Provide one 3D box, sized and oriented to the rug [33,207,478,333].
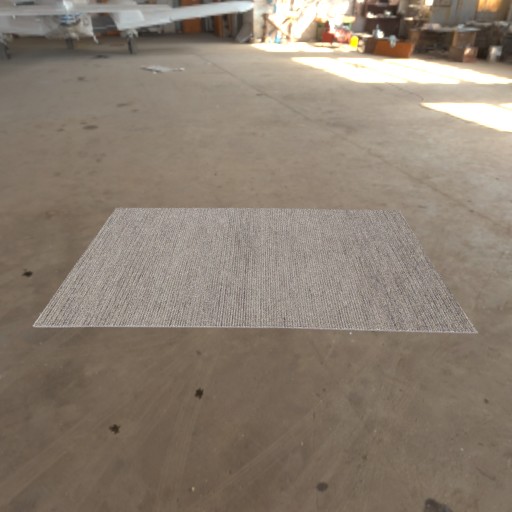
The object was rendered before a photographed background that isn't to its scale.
[{"bbox_3d":[0.000,0.000,2.287,1.804,0.022,1.162,1,31,1],"label":"rug"}]
